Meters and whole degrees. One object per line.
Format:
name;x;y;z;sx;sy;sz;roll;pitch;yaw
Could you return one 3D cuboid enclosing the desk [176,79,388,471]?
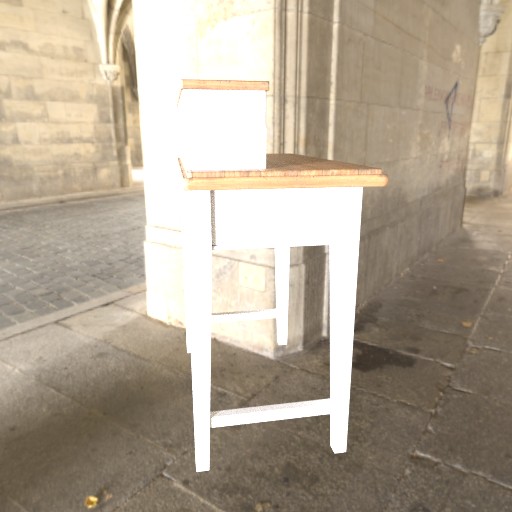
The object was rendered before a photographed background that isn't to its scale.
desk;0.000;0.000;1.430;0.462;0.981;0.814;-3;16;-10
